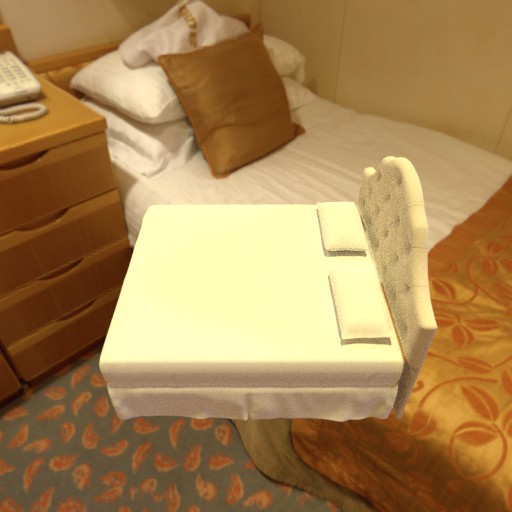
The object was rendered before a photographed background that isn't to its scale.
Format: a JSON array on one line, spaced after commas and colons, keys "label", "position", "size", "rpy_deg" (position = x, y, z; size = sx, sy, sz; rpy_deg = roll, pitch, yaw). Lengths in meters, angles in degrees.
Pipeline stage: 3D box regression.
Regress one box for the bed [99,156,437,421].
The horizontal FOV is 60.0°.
[{"label": "bed", "position": [0.000, 0.000, 3.606], "size": [2.214, 1.615, 2.008], "rpy_deg": [0, 41, 0]}]
